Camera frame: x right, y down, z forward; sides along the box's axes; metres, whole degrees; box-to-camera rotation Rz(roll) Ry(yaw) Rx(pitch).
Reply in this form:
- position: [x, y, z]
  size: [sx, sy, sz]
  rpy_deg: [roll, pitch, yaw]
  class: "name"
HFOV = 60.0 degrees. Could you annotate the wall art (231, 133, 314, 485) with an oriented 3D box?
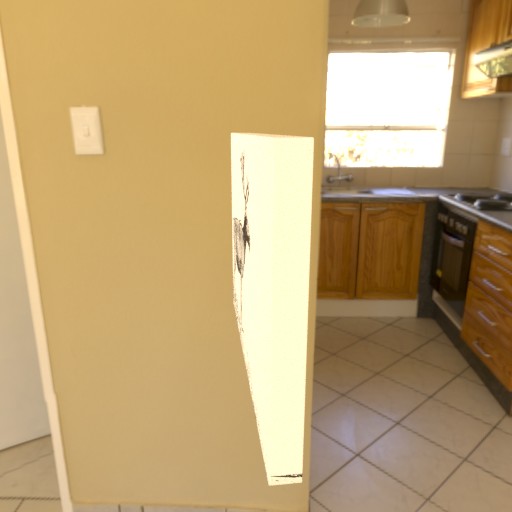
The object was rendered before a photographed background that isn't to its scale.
- position: [0.000, 0.000, 0.781]
  size: [0.042, 0.414, 0.608]
  rpy_deg: [-2, 16, -7]
  class: "wall art"
